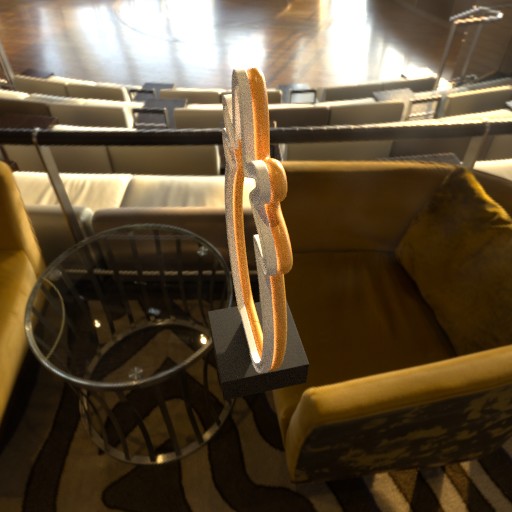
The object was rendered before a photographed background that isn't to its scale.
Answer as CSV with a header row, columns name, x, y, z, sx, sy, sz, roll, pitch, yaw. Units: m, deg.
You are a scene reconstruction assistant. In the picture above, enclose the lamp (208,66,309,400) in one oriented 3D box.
name,x,y,z,sx,sy,sz,roll,pitch,yaw
lamp,0.000,0.000,0.377,0.088,0.317,0.167,-9,46,-9
